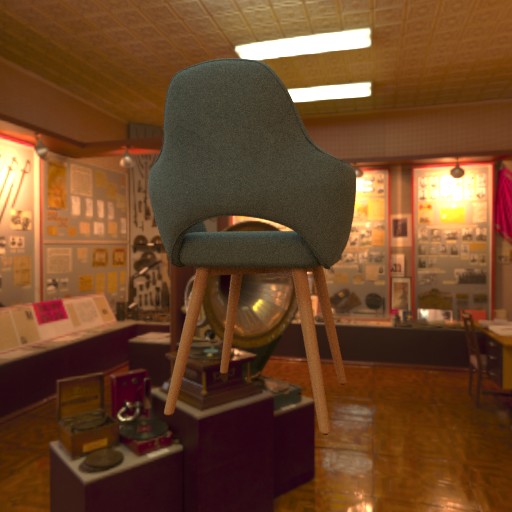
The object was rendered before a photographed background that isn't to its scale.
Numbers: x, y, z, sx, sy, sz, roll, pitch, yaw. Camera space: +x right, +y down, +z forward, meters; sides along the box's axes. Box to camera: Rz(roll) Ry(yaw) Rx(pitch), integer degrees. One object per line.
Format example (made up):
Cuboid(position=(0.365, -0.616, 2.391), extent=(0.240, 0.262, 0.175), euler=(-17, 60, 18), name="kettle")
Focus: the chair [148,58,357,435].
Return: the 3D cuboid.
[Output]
Cuboid(position=(0.000, 0.000, 1.329), extent=(0.589, 0.920, 0.666), euler=(0, 1, 17), name="chair")
